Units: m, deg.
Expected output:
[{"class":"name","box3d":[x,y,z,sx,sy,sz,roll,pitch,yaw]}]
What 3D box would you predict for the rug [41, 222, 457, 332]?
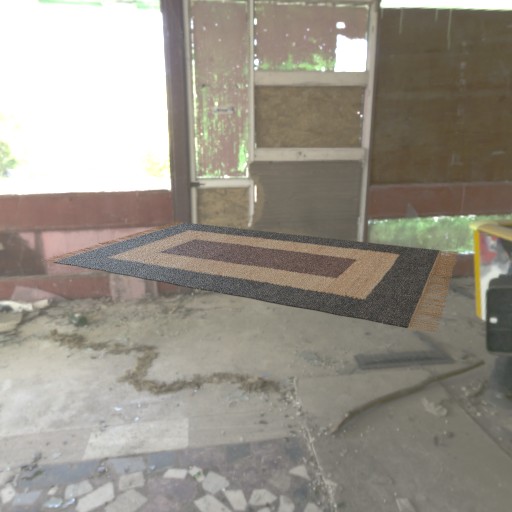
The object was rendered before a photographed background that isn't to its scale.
[{"class":"rug","box3d":[0.000,0.000,1.891,1.541,0.013,0.920,8,17,26]}]
